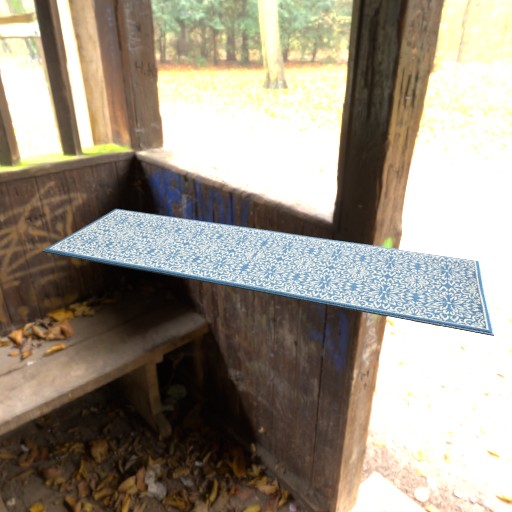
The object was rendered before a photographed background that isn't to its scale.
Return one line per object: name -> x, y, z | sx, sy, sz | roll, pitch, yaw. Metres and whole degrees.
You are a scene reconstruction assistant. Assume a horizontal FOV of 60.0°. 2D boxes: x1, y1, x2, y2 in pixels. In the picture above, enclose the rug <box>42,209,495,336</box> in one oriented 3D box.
rug -> 0.000, 0.000, 2.316 | 2.196, 0.011, 0.662 | 9, 29, 17
